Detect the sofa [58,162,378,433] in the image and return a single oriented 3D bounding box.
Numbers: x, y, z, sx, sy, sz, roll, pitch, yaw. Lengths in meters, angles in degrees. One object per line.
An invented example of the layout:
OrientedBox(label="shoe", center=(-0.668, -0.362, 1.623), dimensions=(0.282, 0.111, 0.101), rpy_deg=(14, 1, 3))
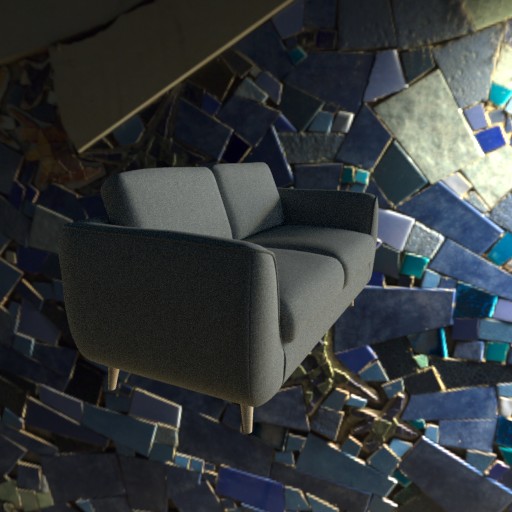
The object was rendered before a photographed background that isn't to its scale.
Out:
OrientedBox(label="sofa", center=(0.000, 0.000, 2.173), dimensions=(0.920, 0.870, 1.700), rpy_deg=(7, 16, 26))
